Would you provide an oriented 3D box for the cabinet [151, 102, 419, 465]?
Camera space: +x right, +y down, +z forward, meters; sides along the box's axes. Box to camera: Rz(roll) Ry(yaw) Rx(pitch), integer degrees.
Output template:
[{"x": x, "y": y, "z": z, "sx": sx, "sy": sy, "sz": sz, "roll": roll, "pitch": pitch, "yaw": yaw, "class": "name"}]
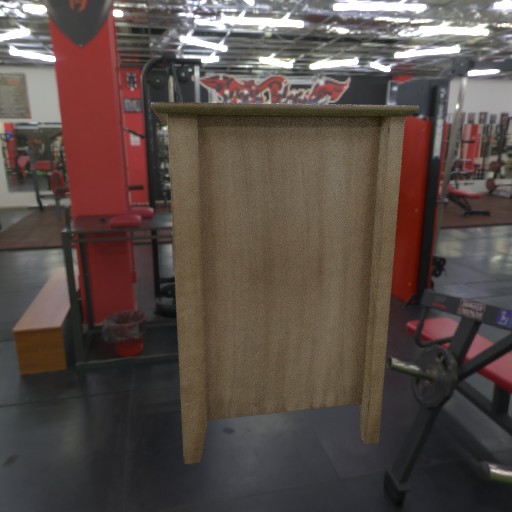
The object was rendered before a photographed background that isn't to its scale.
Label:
[{"x": 0.000, "y": 0.000, "z": 1.256, "sx": 0.503, "sy": 0.762, "sz": 0.763, "roll": -3, "pitch": 15, "yaw": -10, "class": "cabinet"}]
